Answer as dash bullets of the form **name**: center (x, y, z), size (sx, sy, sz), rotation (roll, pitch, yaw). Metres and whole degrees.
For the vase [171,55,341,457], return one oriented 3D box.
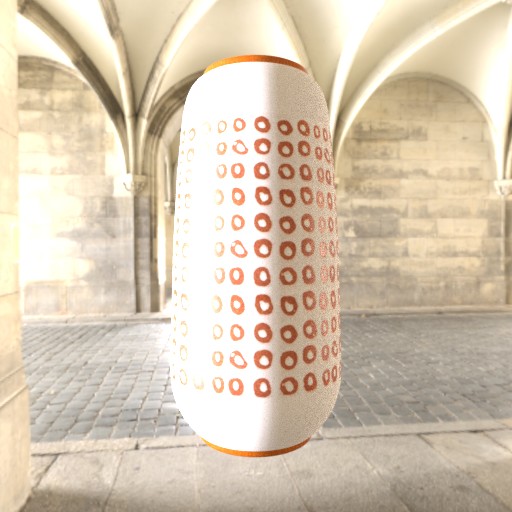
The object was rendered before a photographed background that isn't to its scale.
- **vase**: center (0.000, 0.000, 0.351), size (0.133, 0.282, 0.133), rotation (0, 1, 0)
